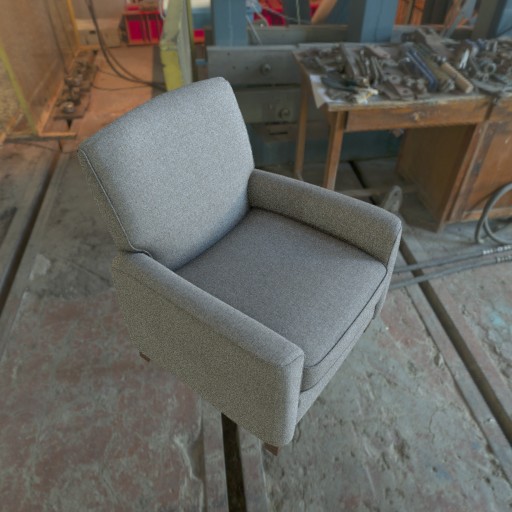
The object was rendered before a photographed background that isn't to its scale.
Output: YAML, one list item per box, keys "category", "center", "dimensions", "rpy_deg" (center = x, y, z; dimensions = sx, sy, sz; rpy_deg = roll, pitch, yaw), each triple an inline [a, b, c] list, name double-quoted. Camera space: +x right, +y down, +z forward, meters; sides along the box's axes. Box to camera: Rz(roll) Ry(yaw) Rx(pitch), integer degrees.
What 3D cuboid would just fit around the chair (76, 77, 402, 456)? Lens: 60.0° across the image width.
- category: "chair"
  center: [0.000, 0.000, 1.640]
  dimensions: [0.864, 1.014, 0.848]
  rpy_deg: [27, 49, 26]
